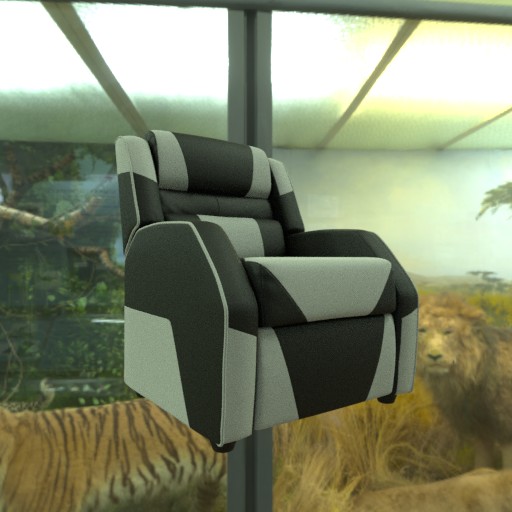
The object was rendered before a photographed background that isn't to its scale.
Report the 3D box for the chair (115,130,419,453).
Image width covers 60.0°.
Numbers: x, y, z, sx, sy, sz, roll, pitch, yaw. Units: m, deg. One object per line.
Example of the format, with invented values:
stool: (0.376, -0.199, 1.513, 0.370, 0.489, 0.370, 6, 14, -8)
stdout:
chair: (0.000, 0.000, 1.278, 0.620, 0.805, 0.672, 0, 0, -35)
